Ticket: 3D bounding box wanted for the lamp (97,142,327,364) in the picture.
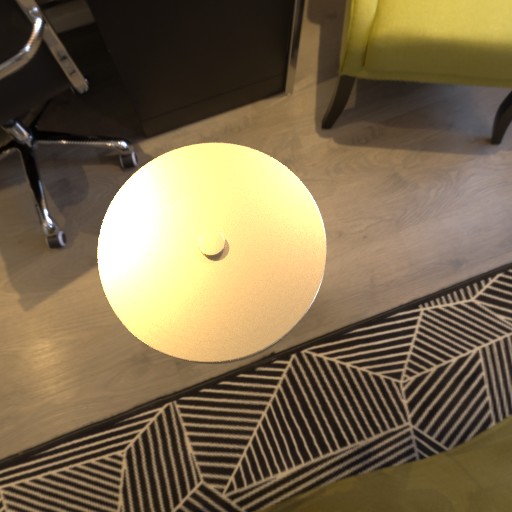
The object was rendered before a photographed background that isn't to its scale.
[{"bbox_3d":[0.000,0.000,0.692,0.229,0.508,0.369,37,78,9],"label":"lamp"}]
